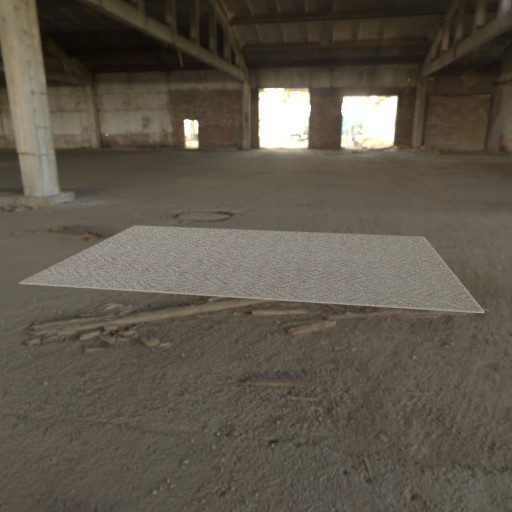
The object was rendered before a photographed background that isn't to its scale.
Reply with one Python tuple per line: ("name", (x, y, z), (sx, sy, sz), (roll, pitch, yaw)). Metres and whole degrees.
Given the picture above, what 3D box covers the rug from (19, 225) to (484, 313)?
("rug", (0.000, 0.000, 2.990), (2.438, 0.008, 1.523), (3, 16, 9))
